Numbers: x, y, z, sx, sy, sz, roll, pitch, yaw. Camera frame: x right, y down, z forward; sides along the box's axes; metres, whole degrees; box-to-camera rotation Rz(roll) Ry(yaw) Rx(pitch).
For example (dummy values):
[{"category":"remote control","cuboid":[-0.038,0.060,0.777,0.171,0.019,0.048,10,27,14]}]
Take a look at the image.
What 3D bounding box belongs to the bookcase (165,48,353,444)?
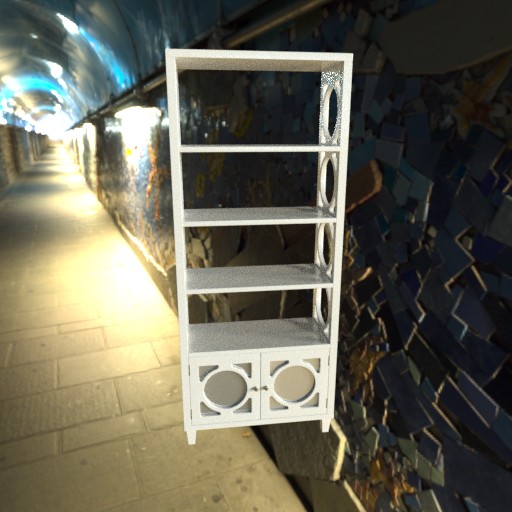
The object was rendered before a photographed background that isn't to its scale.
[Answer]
[{"category":"bookcase","cuboid":[0.000,0.000,2.164,0.761,1.869,0.361,-2,16,-8]}]
